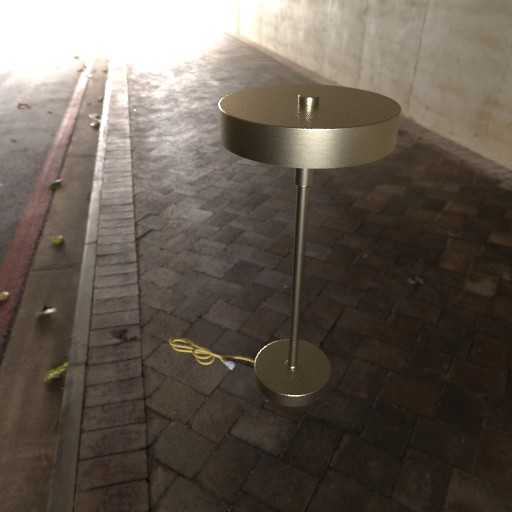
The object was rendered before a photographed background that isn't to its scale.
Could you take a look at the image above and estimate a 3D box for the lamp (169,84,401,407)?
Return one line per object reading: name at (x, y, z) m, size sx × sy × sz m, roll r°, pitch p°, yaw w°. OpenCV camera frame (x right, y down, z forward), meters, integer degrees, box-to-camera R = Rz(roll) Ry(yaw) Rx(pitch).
lamp at (0.000, 0.000, 0.715) m, size 0.369 × 0.508 × 0.229 m, roll 10°, pitch 34°, yaw 15°
